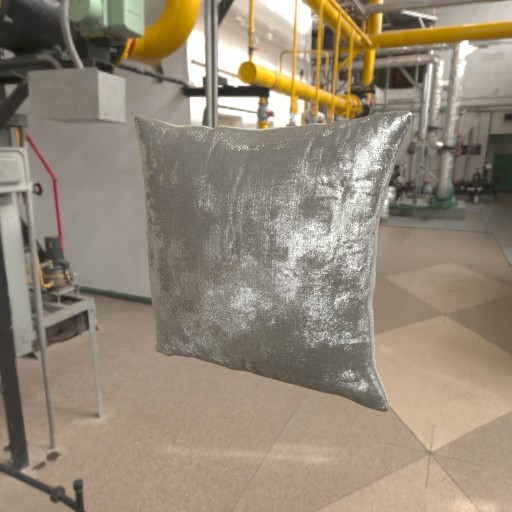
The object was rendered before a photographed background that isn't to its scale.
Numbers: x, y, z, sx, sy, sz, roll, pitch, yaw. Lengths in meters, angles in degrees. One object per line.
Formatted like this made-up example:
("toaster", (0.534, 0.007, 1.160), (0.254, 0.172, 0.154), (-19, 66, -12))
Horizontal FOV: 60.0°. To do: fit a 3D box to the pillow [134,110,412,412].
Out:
("pillow", (0.000, 0.000, 0.750), (0.470, 0.464, 0.175), (6, 15, 25))
